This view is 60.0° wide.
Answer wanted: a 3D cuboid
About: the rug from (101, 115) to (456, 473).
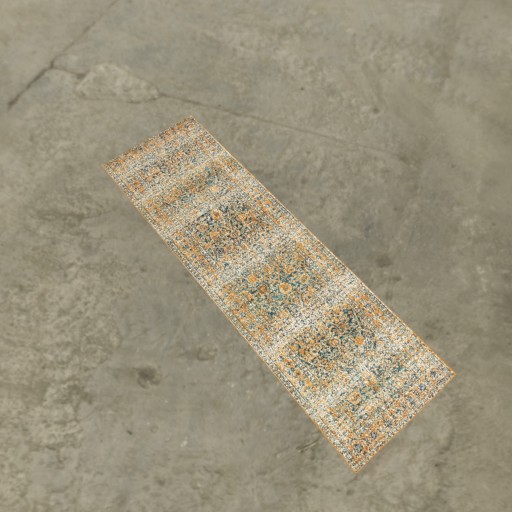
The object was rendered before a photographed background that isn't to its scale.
[{"bbox_3d":[0.000,0.000,2.518,0.704,0.014,2.294,-35,67,-18],"label":"rug"}]
